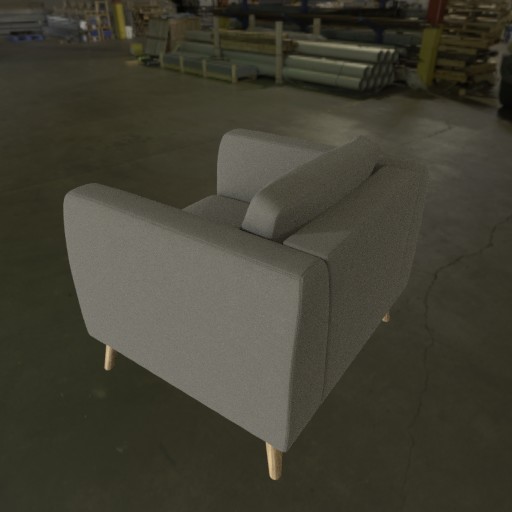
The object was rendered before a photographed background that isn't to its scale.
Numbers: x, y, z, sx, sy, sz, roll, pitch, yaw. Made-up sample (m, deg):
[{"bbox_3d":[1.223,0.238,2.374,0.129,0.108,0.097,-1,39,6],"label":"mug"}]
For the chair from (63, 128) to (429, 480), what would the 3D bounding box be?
[{"bbox_3d":[0.000,0.000,1.681,0.930,0.860,1.000,20,37,30],"label":"chair"}]
